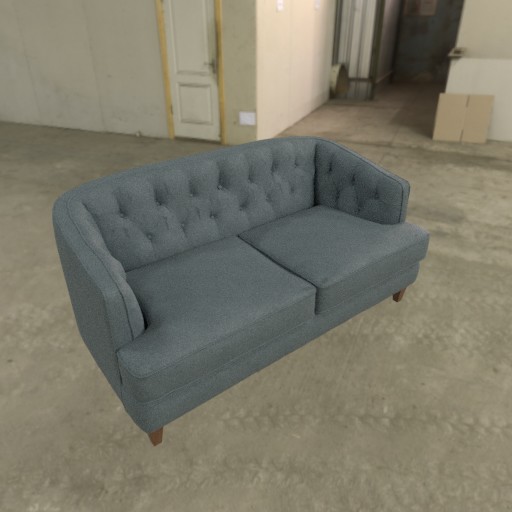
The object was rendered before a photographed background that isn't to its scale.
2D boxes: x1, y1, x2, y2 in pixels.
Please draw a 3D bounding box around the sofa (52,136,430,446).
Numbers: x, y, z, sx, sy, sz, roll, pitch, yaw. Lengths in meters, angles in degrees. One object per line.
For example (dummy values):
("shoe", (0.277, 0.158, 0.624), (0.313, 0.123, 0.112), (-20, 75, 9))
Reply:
("sofa", (0.000, 0.000, 2.246), (1.733, 0.855, 0.941), (-22, 37, -32))
